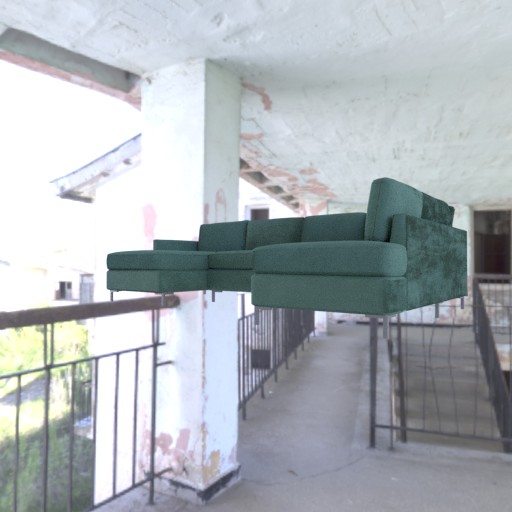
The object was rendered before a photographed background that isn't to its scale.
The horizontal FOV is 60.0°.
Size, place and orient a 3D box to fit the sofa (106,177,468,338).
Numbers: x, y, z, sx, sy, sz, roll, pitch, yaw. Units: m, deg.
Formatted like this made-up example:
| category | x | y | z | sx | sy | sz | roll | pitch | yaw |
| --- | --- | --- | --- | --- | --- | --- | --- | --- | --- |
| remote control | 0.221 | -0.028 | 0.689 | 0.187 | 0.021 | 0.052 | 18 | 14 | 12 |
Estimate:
| category | x | y | z | sx | sy | sz | roll | pitch | yaw |
| --- | --- | --- | --- | --- | --- | --- | --- | --- | --- |
| sofa | 0.000 | 0.000 | 4.321 | 3.434 | 0.992 | 2.055 | -1 | -1 | 37 |
